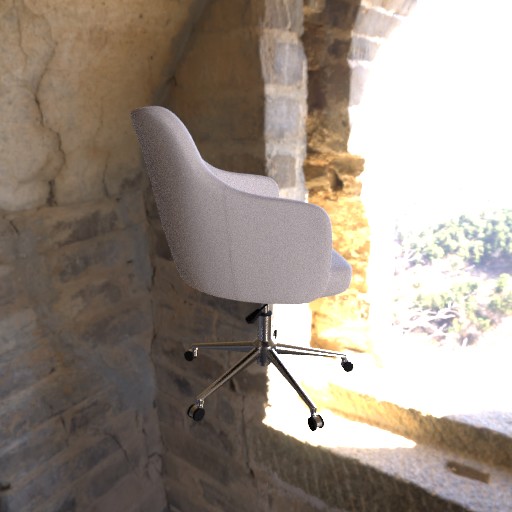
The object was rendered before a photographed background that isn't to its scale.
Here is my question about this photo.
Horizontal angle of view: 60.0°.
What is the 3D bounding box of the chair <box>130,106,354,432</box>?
[{"bbox_3d":[0.000,0.000,1.297,0.647,0.819,0.602,-3,17,-9],"label":"chair"}]
